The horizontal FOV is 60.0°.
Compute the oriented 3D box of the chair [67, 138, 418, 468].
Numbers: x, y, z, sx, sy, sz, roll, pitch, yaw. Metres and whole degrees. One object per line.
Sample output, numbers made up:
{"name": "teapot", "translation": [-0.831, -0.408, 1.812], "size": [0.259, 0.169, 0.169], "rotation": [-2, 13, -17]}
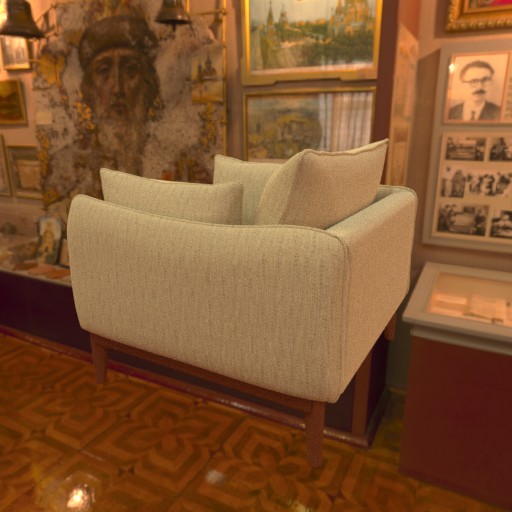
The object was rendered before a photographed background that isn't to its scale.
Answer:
{"name": "chair", "translation": [0.000, 0.000, 1.684], "size": [0.991, 0.855, 0.994], "rotation": [9, 19, 28]}
